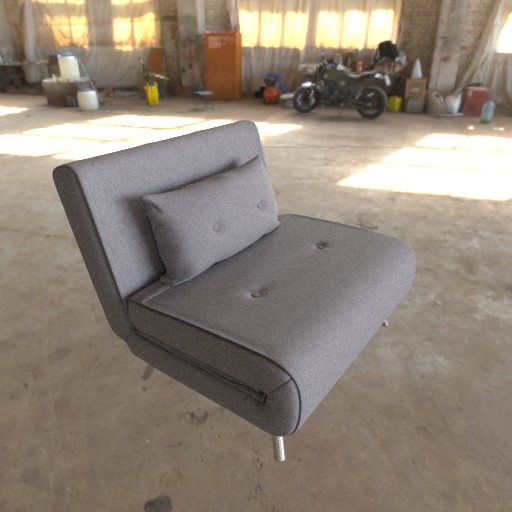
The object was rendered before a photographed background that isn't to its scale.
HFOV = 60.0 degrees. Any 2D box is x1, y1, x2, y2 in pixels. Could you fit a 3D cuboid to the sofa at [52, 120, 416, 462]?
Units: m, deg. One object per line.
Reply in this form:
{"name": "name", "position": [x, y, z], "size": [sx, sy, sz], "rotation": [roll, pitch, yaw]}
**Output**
{"name": "sofa", "position": [0.000, 0.000, 1.757], "size": [1.000, 0.825, 1.020], "rotation": [18, 32, 31]}
